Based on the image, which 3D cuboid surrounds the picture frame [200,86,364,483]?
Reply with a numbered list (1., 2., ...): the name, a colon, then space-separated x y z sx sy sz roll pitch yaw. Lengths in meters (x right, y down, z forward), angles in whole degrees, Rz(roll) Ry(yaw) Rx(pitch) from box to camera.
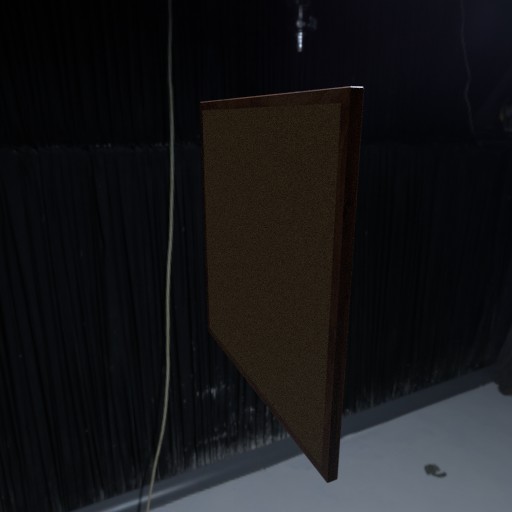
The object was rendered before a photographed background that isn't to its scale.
1. picture frame: 0.000 0.000 1.210 0.029 0.817 0.810 -8 19 -24
